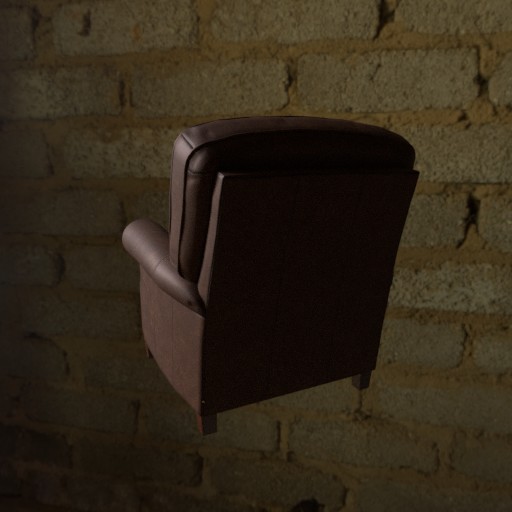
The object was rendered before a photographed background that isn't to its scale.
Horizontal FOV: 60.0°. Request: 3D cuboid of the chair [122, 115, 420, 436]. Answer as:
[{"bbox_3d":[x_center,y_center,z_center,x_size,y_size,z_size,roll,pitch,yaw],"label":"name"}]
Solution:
[{"bbox_3d":[0.000,0.000,1.761,0.936,1.018,0.986,-6,14,-26],"label":"chair"}]
